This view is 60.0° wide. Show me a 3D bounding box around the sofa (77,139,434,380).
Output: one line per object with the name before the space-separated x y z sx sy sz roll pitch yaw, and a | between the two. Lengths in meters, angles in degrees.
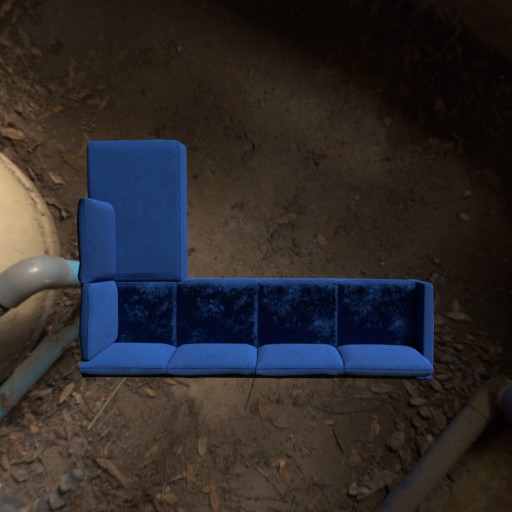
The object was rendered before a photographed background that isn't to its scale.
sofa | 0.000 0.000 3.221 2.486 0.687 1.707 0 90 1
